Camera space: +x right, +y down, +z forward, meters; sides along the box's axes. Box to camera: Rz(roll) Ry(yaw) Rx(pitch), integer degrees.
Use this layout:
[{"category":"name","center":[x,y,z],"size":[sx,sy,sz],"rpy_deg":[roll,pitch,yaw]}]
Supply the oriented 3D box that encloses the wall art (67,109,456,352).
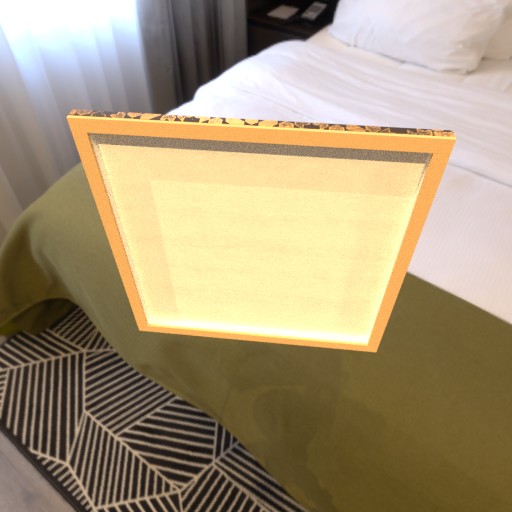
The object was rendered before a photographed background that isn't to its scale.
[{"category":"wall art","center":[0.000,0.000,1.376],"size":[0.914,0.914,0.038],"rpy_deg":[4,47,4]}]
